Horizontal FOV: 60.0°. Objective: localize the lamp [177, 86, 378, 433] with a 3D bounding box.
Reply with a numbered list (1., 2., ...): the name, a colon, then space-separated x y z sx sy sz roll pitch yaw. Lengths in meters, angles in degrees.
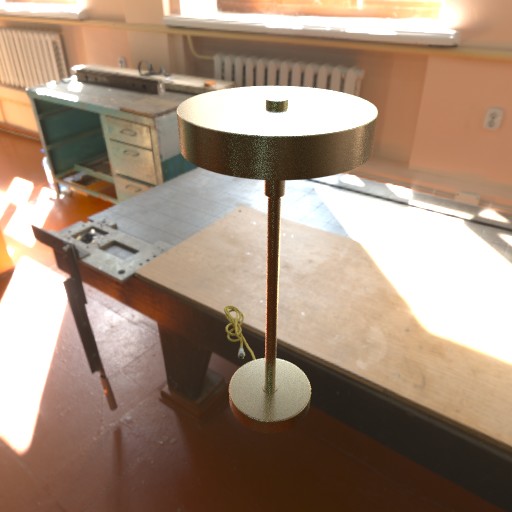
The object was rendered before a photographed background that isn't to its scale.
1. lamp: 0.000 0.000 0.698 0.229 0.508 0.369 -11 34 -17
